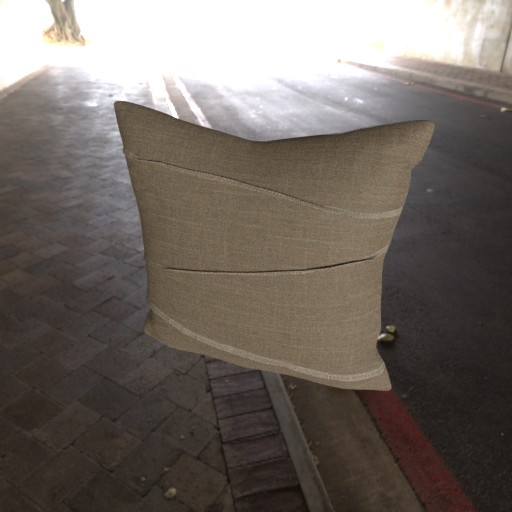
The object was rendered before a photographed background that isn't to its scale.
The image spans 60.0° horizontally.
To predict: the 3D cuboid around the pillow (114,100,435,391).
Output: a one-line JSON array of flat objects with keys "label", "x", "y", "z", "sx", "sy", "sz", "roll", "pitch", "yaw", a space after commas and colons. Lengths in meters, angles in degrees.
[{"label": "pillow", "x": 0.000, "y": 0.000, "z": 0.630, "sx": 0.424, "sy": 0.400, "sz": 0.169, "roll": 9, "pitch": 30, "yaw": 17}]
